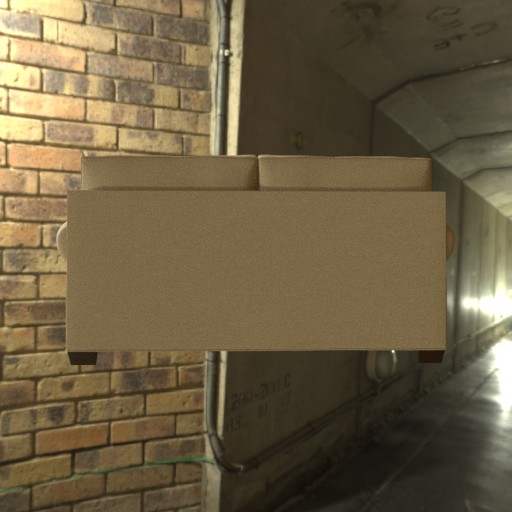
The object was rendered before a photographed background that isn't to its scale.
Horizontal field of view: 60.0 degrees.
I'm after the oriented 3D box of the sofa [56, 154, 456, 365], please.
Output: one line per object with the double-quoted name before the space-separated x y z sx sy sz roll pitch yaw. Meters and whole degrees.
"sofa" 0.000 0.000 2.308 1.774 0.933 0.861 0 0 -1
